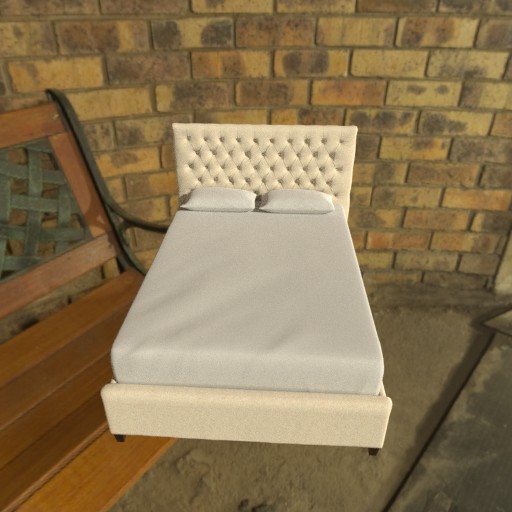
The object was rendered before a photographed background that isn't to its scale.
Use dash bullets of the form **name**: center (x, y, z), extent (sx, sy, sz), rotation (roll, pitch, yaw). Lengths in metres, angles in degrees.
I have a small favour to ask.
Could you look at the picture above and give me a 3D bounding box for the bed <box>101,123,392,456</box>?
- **bed**: center (0.000, 0.000, 3.404), extent (1.698, 1.427, 2.387), rotation (2, 31, 3)
